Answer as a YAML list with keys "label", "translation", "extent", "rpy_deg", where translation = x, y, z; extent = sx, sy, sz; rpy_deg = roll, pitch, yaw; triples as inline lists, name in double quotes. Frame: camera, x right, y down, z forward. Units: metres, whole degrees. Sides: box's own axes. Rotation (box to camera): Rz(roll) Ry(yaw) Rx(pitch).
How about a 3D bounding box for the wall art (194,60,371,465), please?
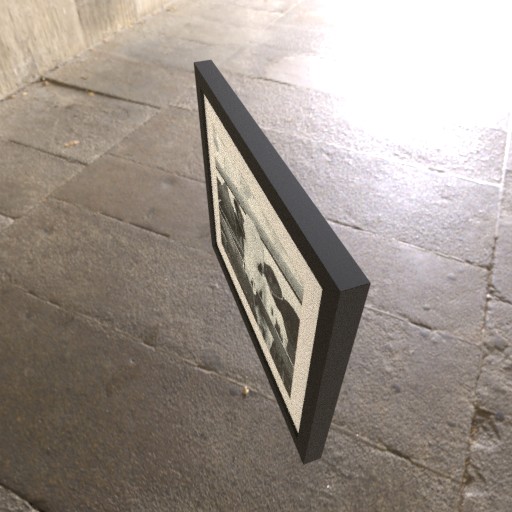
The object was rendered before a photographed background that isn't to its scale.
- label: "wall art"
  translation: [0.000, 0.000, 0.555]
  extent: [0.024, 0.329, 0.404]
  rpy_deg: [-15, 48, -14]
